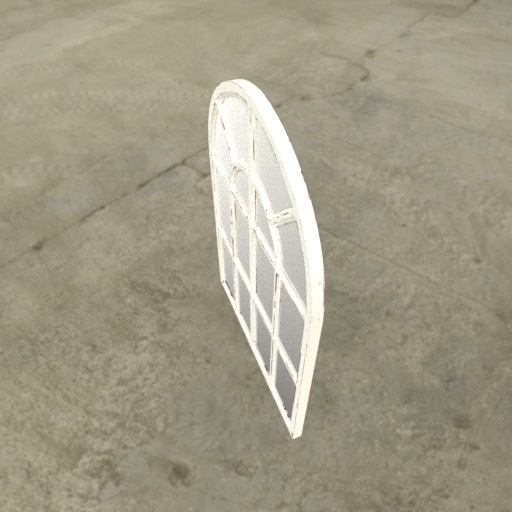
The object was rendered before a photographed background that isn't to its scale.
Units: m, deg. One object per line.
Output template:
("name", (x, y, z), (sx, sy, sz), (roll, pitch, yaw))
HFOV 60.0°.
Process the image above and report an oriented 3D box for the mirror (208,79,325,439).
("mirror", (0.000, 0.000, 1.192), (0.032, 0.920, 0.660), (-16, 49, -15))
